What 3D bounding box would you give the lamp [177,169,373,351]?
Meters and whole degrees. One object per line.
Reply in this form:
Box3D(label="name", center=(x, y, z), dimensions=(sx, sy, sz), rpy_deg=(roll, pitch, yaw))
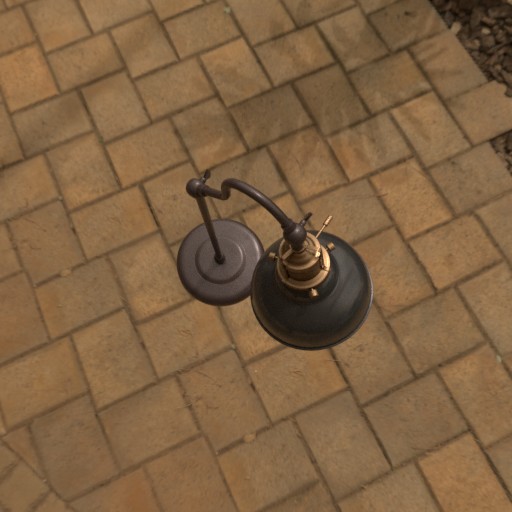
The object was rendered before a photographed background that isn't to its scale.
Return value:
Box3D(label="lamp", center=(0.000, 0.000, 0.695), dimensions=(0.374, 0.508, 0.192), rpy_deg=(34, 78, 8))
